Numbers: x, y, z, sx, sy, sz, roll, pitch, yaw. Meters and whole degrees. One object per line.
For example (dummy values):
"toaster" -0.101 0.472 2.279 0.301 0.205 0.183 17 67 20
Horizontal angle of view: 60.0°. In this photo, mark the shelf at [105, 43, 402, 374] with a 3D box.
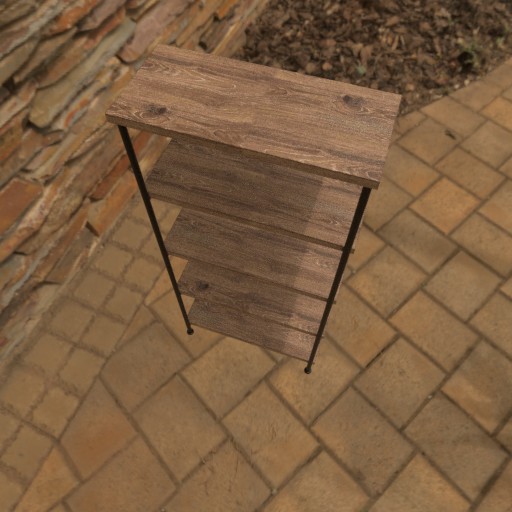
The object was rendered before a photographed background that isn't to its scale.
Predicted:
"shelf" 0.000 0.000 2.024 0.800 1.700 0.360 16 60 10
